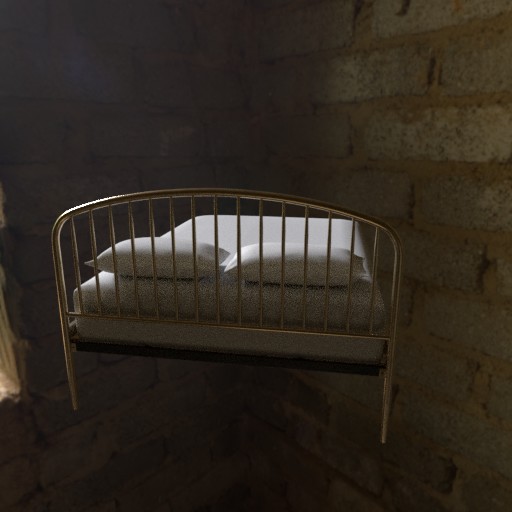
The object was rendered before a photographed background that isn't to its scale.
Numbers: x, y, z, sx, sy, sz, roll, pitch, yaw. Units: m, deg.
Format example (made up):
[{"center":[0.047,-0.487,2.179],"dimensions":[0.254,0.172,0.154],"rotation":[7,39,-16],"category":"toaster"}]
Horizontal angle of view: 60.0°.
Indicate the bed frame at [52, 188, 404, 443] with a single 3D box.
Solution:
[{"center":[0.000,0.000,3.071],"dimensions":[1.612,1.175,2.152],"rotation":[3,15,9],"category":"bed frame"}]
